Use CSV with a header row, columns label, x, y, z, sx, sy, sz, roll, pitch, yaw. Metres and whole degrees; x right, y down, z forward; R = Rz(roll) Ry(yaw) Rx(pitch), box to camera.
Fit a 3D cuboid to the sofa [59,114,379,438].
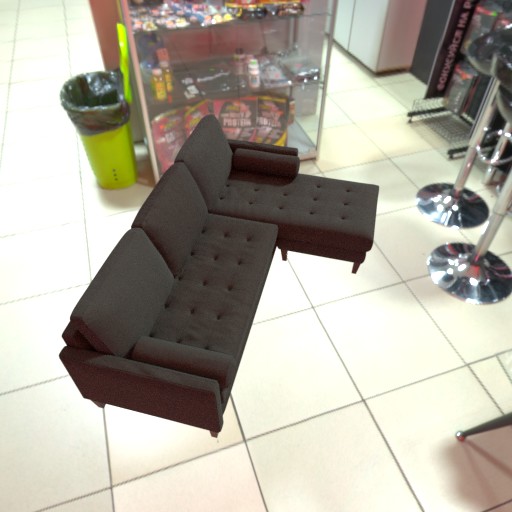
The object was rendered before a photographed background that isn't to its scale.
label,x,y,z,sx,sy,sz,roll,pitch,yaw
sofa,0.000,0.000,2.931,1.506,0.876,2.178,10,47,10
